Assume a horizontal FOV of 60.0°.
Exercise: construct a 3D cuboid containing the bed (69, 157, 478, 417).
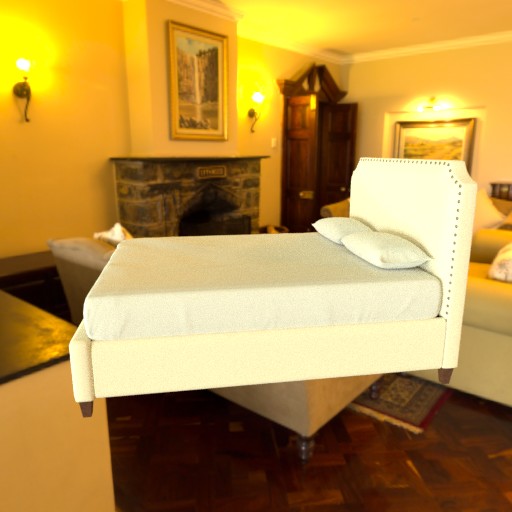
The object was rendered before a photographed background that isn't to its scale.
[{"bbox_3d":[0.000,0.000,3.315,2.329,1.415,1.703,-2,13,-9],"label":"bed"}]
